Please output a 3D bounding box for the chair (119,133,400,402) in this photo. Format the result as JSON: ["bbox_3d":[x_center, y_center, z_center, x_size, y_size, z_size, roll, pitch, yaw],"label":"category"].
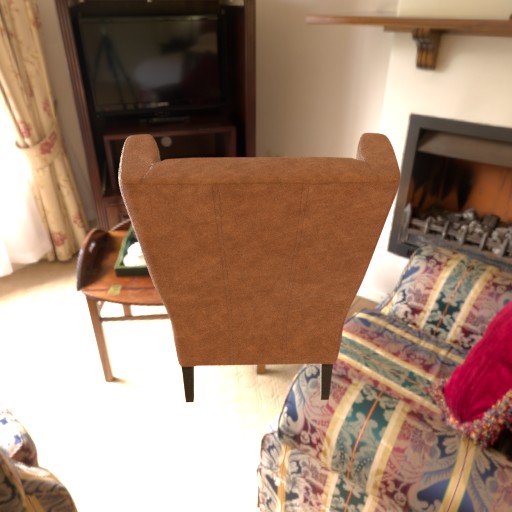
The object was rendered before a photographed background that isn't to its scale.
[{"bbox_3d":[0.000,0.000,1.682,0.853,1.016,0.926,-1,30,-1],"label":"chair"}]
